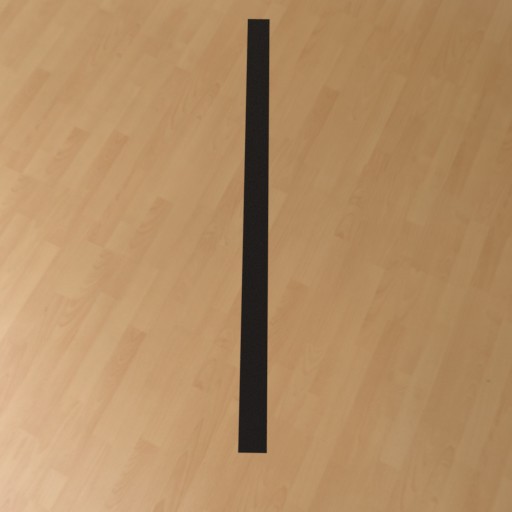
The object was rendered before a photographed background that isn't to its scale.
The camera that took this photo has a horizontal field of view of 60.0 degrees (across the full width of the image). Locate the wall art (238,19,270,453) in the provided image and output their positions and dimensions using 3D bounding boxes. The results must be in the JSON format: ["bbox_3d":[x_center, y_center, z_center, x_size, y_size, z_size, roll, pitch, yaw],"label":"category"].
[{"bbox_3d":[0.000,0.000,0.758,0.030,0.454,0.554,1,75,0],"label":"wall art"}]
